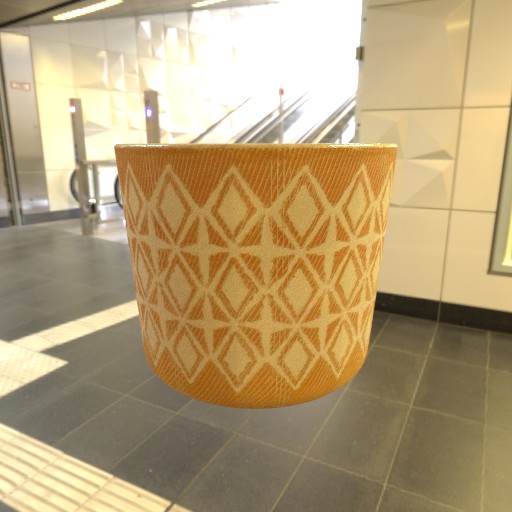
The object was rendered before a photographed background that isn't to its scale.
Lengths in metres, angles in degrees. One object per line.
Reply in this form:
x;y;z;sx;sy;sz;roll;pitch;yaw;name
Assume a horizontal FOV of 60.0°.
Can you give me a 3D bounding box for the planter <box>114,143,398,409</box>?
0.000;0.000;0.335;0.193;0.165;0.193;0;14;0;planter
